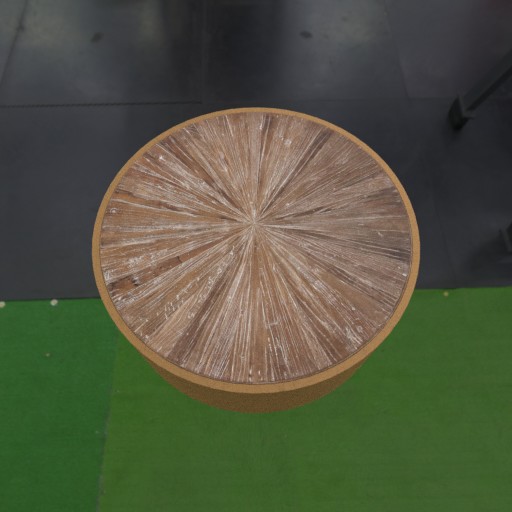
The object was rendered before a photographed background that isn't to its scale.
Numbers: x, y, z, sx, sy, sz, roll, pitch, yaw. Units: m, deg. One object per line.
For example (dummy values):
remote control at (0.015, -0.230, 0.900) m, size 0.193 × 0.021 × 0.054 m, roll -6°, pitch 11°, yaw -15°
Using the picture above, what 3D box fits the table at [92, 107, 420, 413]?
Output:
table at (0.000, 0.000, 1.547) m, size 1.001 × 0.409 × 1.001 m, roll 0°, pitch 63°, yaw 0°
